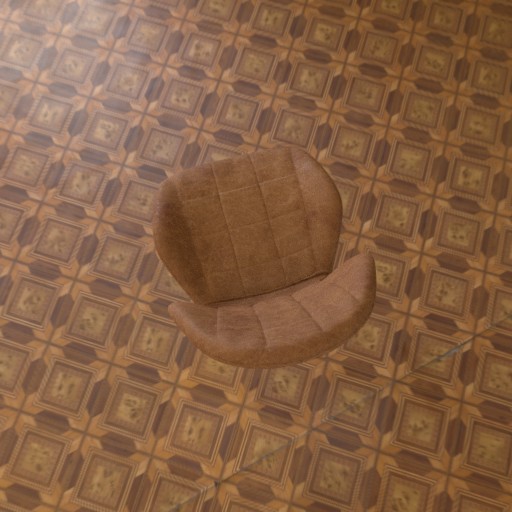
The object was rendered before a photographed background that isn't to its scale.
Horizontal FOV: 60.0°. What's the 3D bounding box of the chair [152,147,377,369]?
[{"bbox_3d":[0.000,0.000,1.306,0.527,0.929,0.640,-15,77,-4],"label":"chair"}]
